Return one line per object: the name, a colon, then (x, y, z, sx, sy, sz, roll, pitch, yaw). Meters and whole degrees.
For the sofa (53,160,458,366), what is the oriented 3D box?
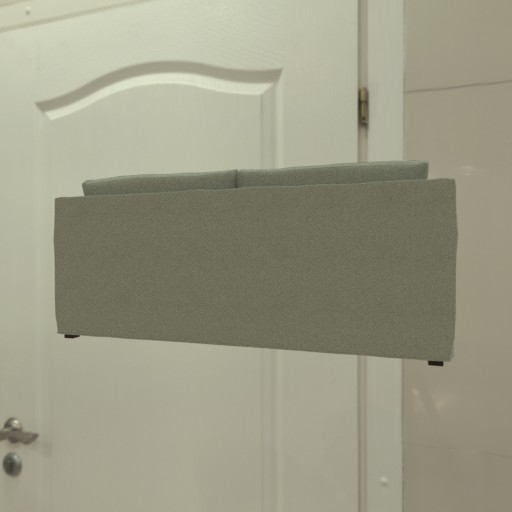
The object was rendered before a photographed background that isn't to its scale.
sofa: (0.000, 0.000, 2.463, 1.987, 0.870, 0.940, 0, 0, 18)
